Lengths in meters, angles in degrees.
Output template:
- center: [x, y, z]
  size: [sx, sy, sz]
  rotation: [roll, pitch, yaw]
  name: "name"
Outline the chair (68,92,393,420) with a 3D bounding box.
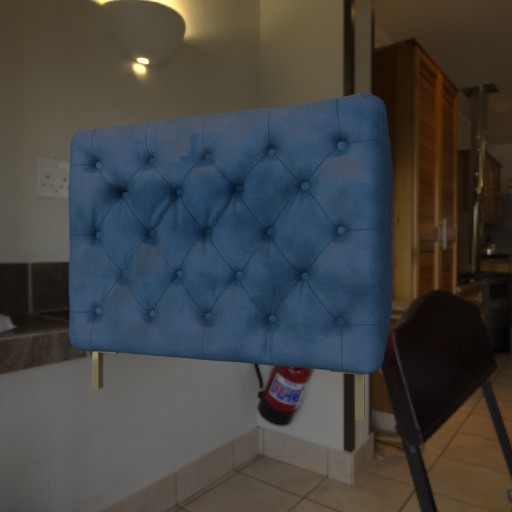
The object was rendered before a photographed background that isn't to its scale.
- center: [0.000, 0.000, 1.511]
  size: [0.877, 0.771, 0.868]
  rotation: [0, 0, 18]
  name: "chair"
